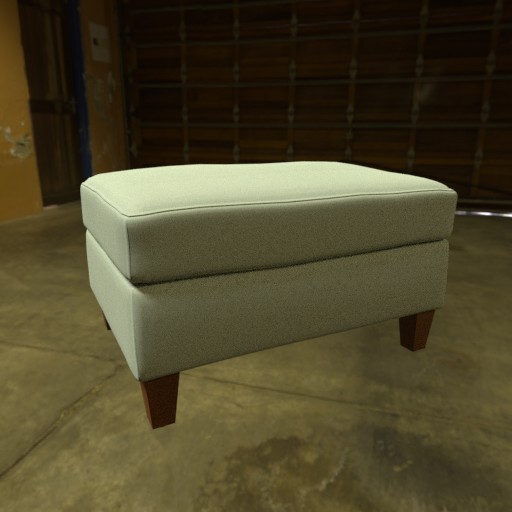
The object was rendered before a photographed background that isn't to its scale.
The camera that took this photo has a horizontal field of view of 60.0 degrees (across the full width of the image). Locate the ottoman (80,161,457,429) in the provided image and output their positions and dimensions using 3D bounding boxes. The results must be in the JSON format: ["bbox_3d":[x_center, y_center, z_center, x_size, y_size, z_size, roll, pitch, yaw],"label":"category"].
[{"bbox_3d":[0.000,0.000,1.212,0.818,0.496,0.634,-8,17,-27],"label":"ottoman"}]
